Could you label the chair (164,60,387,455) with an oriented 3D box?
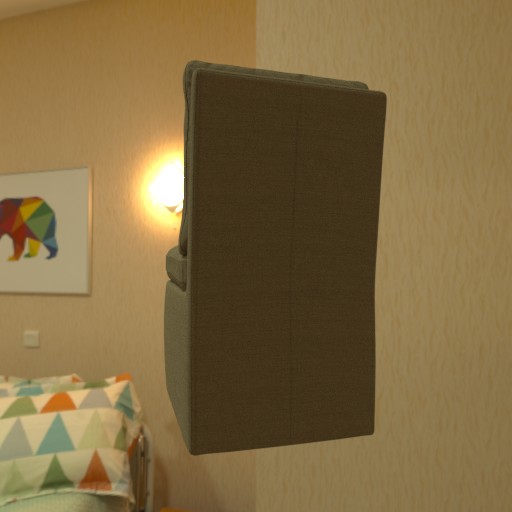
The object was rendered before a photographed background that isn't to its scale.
[{"bbox_3d":[0.000,0.000,1.333,0.503,0.927,0.698,1,-2,-16],"label":"chair"}]
